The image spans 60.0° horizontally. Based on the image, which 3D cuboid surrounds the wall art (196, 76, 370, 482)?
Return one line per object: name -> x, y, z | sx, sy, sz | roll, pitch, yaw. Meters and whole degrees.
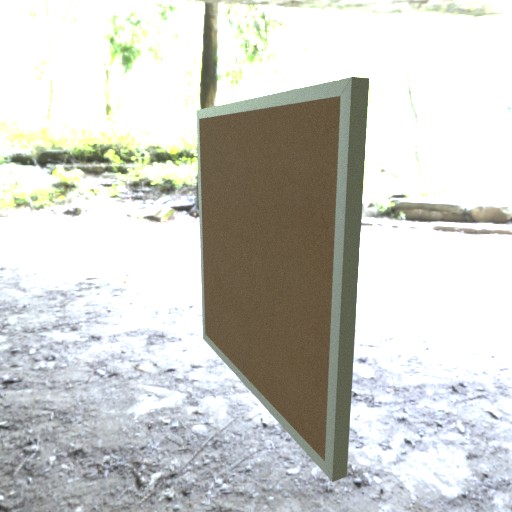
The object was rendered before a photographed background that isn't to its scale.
wall art -> 0.000, 0.000, 1.133 | 0.036, 0.760, 0.760 | -7, 15, -26
